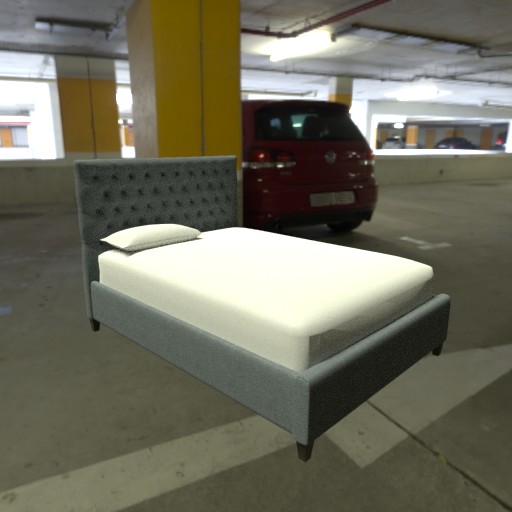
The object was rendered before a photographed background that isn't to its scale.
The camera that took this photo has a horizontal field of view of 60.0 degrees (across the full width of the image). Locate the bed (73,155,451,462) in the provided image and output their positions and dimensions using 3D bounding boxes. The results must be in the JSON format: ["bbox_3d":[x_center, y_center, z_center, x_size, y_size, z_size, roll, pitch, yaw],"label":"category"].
[{"bbox_3d":[0.000,0.000,3.361,2.335,1.411,1.698,14,20,43],"label":"bed"}]
